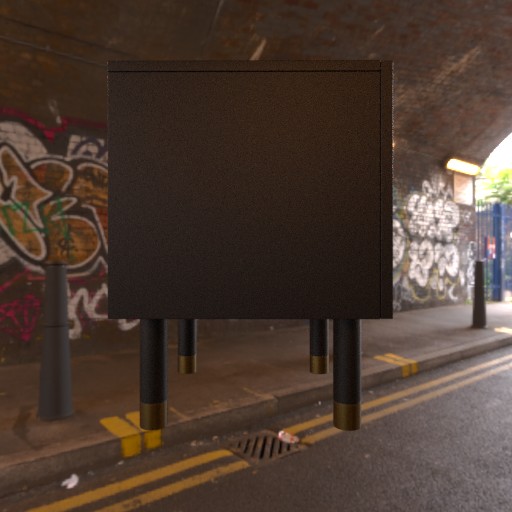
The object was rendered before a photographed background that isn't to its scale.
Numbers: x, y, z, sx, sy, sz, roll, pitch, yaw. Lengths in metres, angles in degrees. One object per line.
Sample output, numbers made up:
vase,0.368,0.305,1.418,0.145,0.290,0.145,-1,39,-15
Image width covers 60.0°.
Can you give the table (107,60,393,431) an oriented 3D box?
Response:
table,0.000,0.000,0.943,0.441,0.584,0.564,0,0,0
